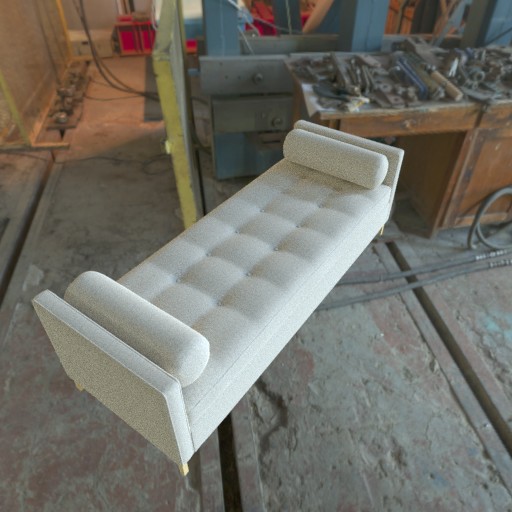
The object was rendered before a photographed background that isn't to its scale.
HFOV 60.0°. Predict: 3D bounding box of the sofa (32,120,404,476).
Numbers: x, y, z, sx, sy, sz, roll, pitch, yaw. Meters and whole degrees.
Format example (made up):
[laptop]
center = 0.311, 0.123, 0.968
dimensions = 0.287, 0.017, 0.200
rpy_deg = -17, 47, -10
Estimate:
[sofa]
center = 0.000, 0.000, 2.336
dimensions = 0.746, 0.641, 1.985
rpy_deg = 26, 47, 26
